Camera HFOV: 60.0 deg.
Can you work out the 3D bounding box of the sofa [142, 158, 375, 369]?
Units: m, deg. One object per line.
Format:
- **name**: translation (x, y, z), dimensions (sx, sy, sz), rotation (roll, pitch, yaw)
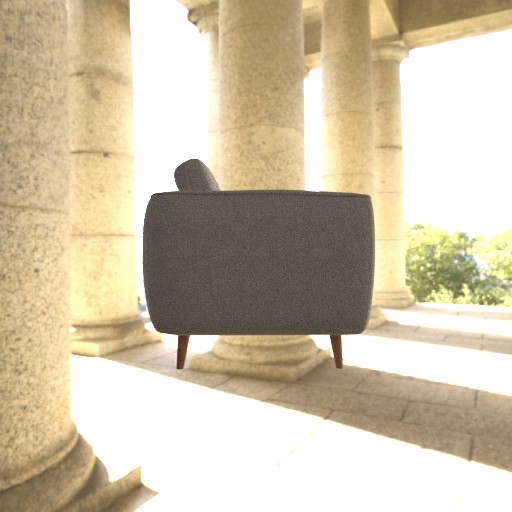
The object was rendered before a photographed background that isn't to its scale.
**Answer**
- **sofa**: translation (0.000, 0.000, 2.572), dimensions (0.920, 0.850, 2.000), rotation (0, 1, -1)
